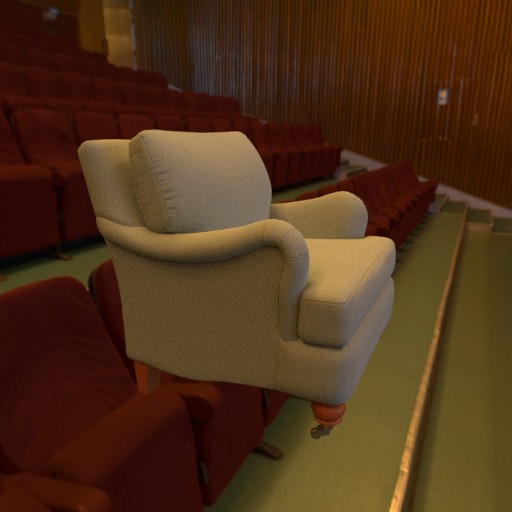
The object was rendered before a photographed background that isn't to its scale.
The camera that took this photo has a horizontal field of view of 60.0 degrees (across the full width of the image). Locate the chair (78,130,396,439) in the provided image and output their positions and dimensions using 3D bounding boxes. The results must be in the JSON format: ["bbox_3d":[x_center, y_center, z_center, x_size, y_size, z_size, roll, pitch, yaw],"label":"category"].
[{"bbox_3d":[0.000,0.000,1.906,1.070,1.038,0.955,7,17,25],"label":"chair"}]
